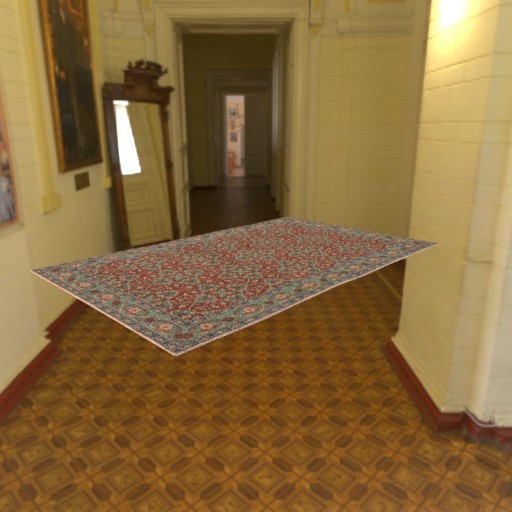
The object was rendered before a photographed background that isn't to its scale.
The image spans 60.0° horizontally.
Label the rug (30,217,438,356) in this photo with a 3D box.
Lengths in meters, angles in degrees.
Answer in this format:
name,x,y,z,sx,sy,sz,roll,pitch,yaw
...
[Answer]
name,x,y,z,sx,sy,sz,roll,pitch,yaw
rug,0.000,0.000,3.065,1.533,0.011,2.439,15,22,42
